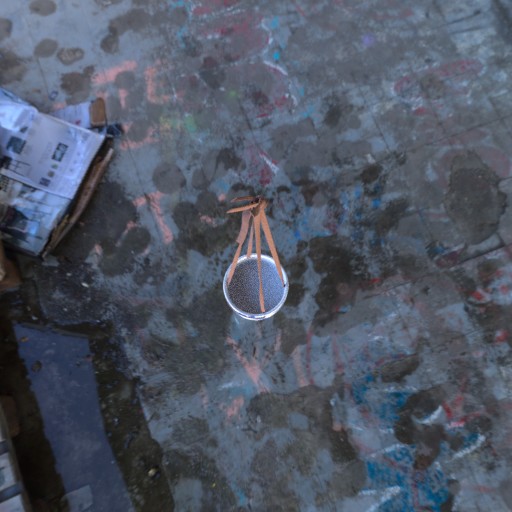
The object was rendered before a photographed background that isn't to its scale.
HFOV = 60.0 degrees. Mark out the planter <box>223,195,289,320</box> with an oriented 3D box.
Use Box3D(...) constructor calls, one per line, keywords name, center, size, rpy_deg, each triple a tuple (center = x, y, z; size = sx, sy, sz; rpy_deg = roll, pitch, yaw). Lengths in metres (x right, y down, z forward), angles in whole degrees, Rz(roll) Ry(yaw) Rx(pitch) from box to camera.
Box3D(name="planter", center=(0.000, 0.000, 0.821), size=(0.166, 0.751, 0.166), rpy_deg=(-21, 77, -5))
